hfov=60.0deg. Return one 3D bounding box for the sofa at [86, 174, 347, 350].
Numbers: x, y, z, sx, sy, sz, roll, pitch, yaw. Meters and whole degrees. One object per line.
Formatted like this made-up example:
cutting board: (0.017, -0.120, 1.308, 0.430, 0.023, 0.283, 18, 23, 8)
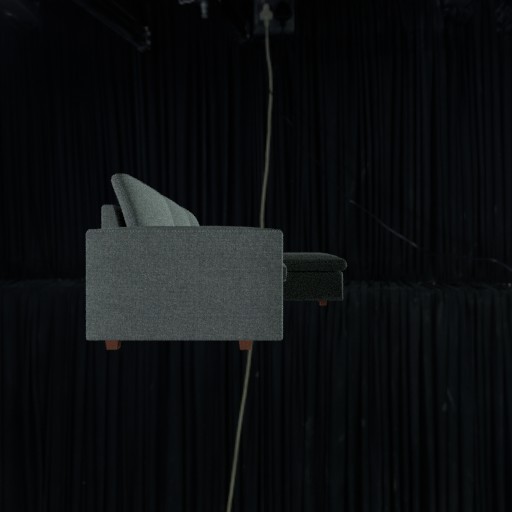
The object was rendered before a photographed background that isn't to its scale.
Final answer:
sofa: (0.000, 0.000, 3.557, 1.689, 0.940, 2.718, 0, 0, 0)
